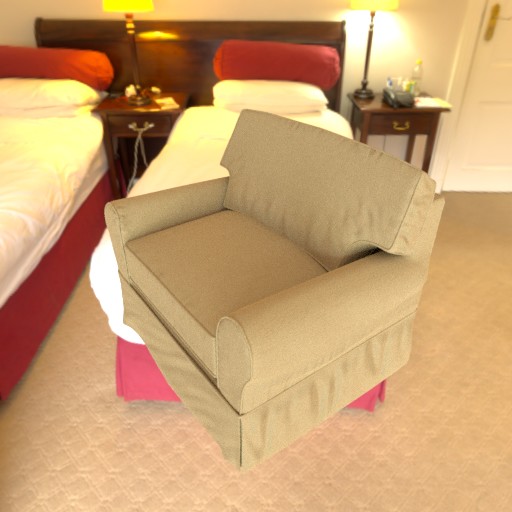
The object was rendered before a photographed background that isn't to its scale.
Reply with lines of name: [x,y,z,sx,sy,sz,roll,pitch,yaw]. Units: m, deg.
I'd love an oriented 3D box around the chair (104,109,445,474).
chair: [0.000,0.000,1.792,0.903,0.937,1.096,-22,38,-30]
